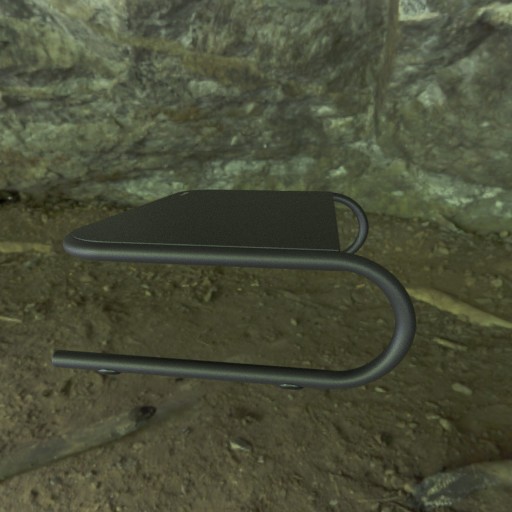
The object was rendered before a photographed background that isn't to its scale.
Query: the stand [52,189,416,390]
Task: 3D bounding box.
[{"bbox_3d":[0.000,0.000,0.500,0.280,0.108,0.370,2,15,8],"label":"stand"}]
